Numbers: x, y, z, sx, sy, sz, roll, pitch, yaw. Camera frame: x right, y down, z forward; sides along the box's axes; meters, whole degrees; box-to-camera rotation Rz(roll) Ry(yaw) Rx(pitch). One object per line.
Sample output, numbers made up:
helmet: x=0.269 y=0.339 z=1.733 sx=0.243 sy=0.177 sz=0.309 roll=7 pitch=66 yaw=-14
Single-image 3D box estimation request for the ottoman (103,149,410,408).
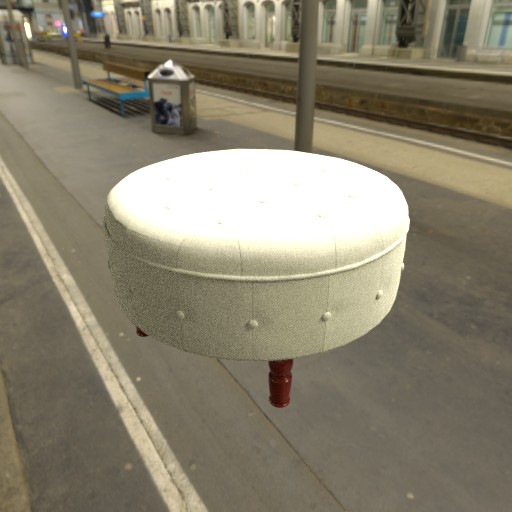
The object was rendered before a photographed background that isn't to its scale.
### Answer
ottoman: x=0.000 y=0.000 z=1.357 sx=0.850 sy=0.483 sz=0.850 roll=0 pitch=27 yaw=0
